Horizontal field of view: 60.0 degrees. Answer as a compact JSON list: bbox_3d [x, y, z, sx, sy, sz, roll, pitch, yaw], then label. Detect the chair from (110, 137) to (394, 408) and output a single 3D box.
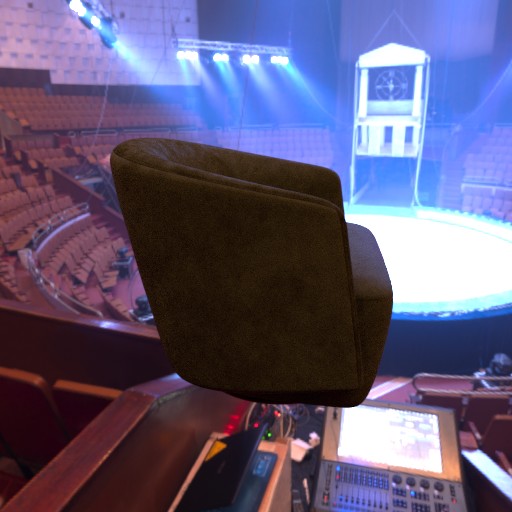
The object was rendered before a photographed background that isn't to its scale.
[{"bbox_3d":[0.000,0.000,1.360,0.767,0.698,0.773,3,16,9],"label":"chair"}]
